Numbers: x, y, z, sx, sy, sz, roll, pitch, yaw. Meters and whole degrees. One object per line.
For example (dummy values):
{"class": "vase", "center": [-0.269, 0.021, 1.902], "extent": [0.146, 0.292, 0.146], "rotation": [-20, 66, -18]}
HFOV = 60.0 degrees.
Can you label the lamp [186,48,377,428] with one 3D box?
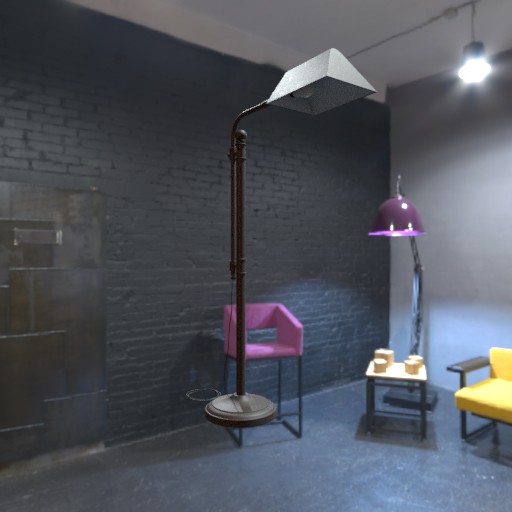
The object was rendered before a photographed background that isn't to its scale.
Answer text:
{"class": "lamp", "center": [0.000, 0.000, 0.944], "extent": [0.159, 0.708, 0.545], "rotation": [0, 0, -35]}
